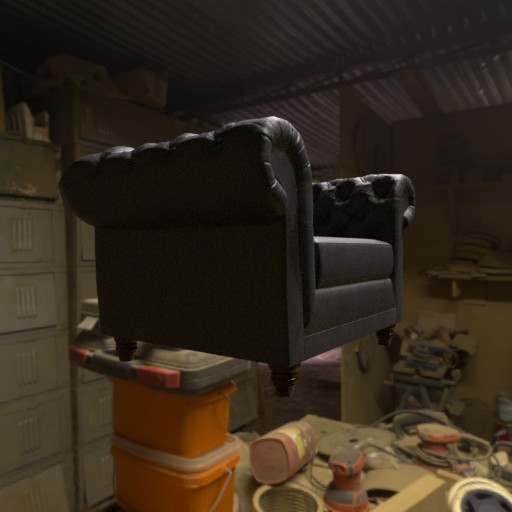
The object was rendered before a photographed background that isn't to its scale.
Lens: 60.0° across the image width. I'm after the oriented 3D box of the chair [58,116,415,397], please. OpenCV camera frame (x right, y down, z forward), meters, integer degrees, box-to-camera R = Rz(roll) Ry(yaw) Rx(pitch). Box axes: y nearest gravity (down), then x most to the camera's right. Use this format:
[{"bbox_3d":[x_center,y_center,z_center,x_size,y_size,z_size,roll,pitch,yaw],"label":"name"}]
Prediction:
[{"bbox_3d":[0.000,0.000,1.831,0.943,0.780,1.298,0,1,35],"label":"chair"}]
